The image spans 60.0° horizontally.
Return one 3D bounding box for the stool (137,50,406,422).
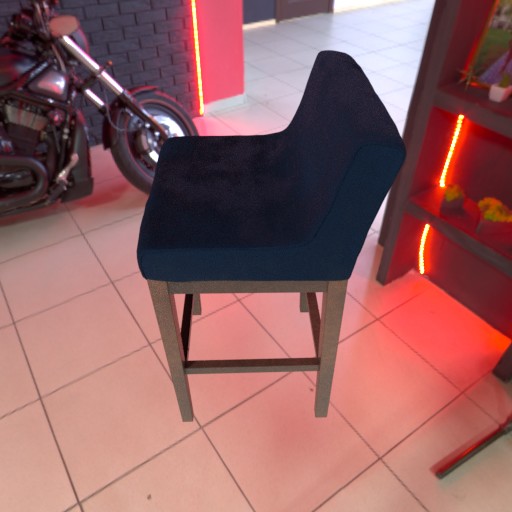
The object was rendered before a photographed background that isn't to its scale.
[{"bbox_3d":[0.000,0.000,1.227,0.516,0.945,0.511,-1,41,-1],"label":"stool"}]
